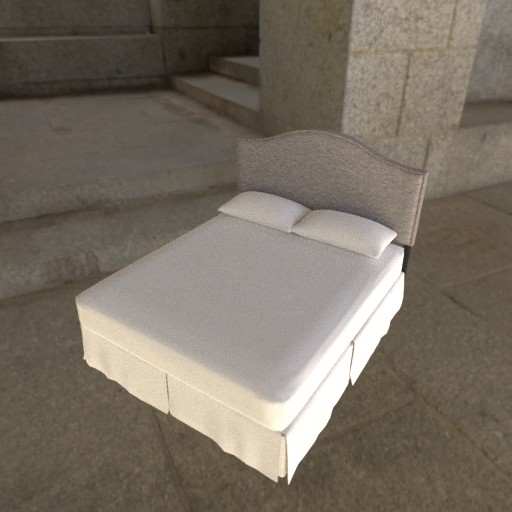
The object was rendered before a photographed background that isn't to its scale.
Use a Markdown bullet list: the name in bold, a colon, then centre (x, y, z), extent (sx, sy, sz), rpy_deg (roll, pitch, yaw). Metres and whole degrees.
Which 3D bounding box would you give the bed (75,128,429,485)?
- **bed**: centre (0.000, 0.000, 2.941), extent (1.610, 1.295, 1.870), rpy_deg (18, 35, 29)
